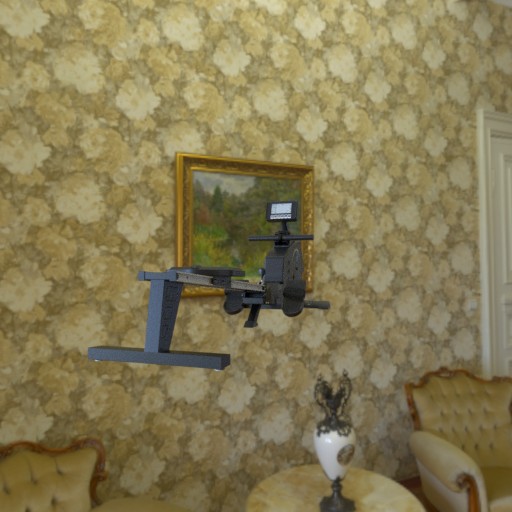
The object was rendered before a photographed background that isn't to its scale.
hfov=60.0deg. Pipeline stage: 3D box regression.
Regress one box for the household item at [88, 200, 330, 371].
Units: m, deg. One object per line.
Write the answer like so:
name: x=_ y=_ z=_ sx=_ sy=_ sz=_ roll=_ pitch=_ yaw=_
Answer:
household item: x=0.000 y=0.000 z=2.587 sx=0.521 sy=0.810 sz=2.251 roll=0 pitch=-2 yaw=19
